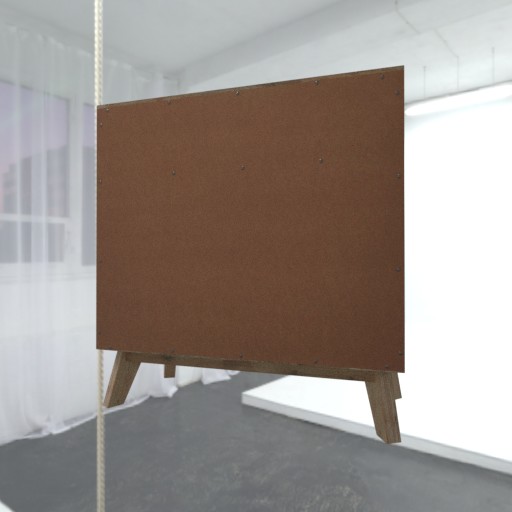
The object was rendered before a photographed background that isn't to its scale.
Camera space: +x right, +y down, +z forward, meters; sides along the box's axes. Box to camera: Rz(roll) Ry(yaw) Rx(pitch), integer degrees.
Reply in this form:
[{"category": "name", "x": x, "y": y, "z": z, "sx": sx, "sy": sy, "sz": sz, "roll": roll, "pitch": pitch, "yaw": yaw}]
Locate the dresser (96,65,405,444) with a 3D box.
[{"category": "dresser", "x": 0.000, "y": 0.000, "z": 1.570, "sx": 0.998, "sy": 1.029, "sz": 0.455, "roll": 0, "pitch": 0, "yaw": 18}]
